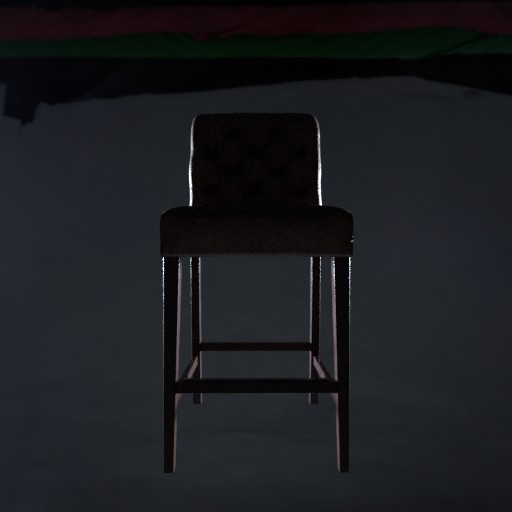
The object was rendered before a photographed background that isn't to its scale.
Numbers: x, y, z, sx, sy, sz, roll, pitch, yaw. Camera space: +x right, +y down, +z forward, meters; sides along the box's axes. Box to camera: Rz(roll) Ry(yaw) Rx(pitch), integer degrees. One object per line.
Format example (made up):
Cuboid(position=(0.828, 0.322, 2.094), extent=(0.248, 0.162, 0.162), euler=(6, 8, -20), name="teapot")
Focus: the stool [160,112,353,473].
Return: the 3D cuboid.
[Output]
Cuboid(position=(0.000, 0.000, 1.418), extent=(0.486, 1.084, 0.660), euler=(0, 0, 0), name="stool")
